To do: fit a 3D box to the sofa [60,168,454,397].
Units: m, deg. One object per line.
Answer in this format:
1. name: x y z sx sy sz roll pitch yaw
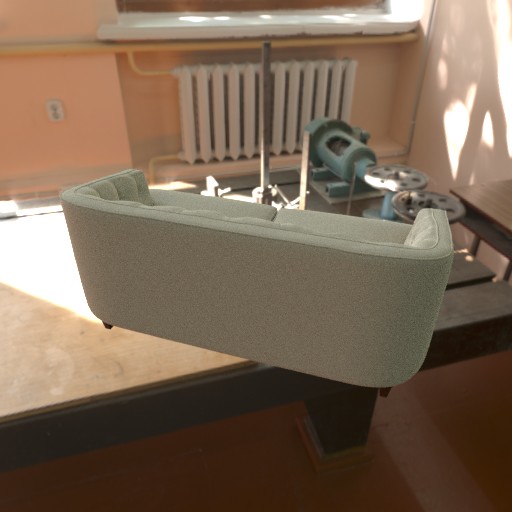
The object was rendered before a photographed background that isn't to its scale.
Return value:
1. sofa: 0.000 0.000 2.250 1.733 0.855 0.941 10 34 15
